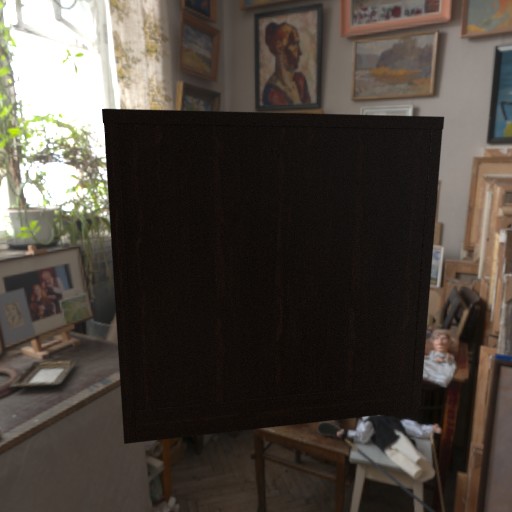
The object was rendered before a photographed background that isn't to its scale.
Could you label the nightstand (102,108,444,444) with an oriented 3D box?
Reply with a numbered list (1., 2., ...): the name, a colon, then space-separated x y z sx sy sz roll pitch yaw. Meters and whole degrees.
1. nightstand: 0.000 0.000 0.867 0.489 0.487 0.427 -2 11 -11
